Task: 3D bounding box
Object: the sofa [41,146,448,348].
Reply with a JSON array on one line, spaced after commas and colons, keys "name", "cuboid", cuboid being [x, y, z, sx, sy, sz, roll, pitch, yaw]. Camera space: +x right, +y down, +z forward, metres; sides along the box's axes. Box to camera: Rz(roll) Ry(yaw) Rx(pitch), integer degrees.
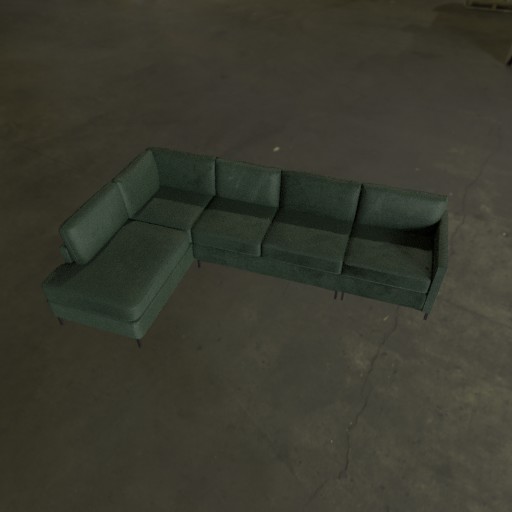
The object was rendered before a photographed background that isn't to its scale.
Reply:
[{"name": "sofa", "cuboid": [0.000, 0.000, 4.257, 3.384, 0.996, 2.048, 12, 43, 14]}]
